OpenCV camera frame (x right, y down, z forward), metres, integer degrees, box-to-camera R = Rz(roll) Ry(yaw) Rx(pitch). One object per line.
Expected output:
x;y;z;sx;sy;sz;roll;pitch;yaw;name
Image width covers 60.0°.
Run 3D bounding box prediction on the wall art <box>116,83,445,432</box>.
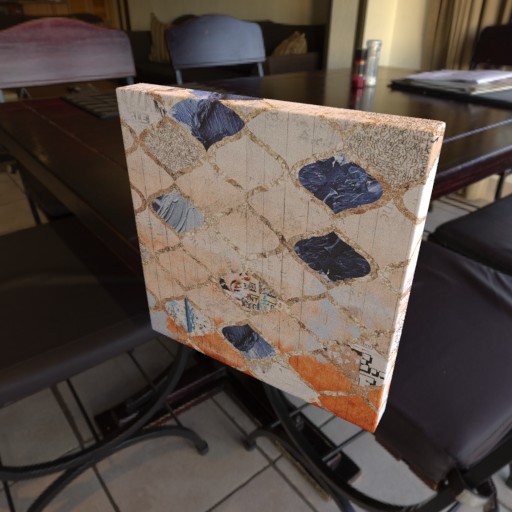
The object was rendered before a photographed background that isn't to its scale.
0.000;0.000;0.453;0.303;0.304;0.036;18;35;27;wall art
